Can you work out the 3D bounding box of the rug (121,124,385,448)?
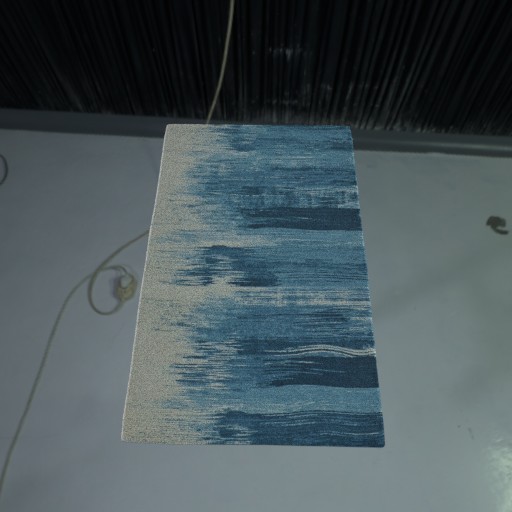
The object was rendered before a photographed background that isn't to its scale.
[{"bbox_3d":[0.000,0.000,3.101,1.540,0.027,2.450,1,62,0],"label":"rug"}]
